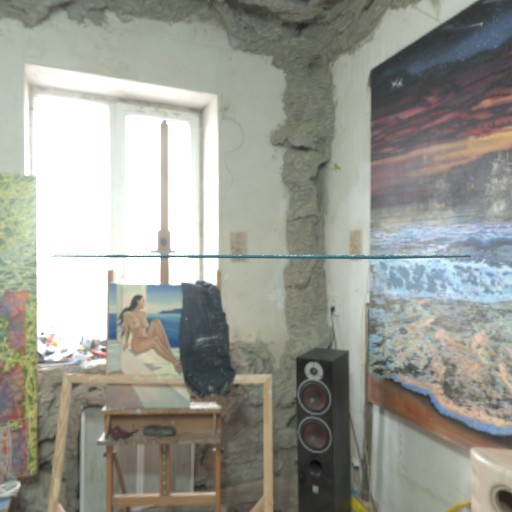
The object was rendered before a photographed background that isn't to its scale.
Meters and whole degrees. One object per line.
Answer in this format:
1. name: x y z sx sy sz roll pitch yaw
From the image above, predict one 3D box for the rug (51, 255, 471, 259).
1. rug: 0.000 0.000 3.470 2.746 0.018 1.816 0 0 36
